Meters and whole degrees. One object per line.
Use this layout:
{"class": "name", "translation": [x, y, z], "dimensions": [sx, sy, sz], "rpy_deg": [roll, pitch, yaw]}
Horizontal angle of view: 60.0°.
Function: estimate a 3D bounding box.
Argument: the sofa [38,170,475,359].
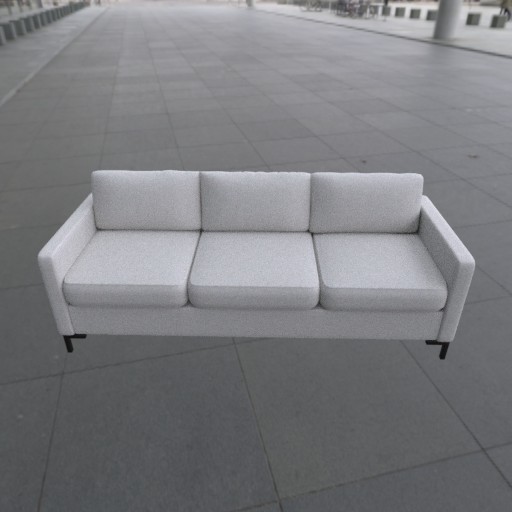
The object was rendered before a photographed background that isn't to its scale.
{"class": "sofa", "translation": [0.000, 0.000, 2.675], "dimensions": [2.218, 0.874, 0.859], "rpy_deg": [1, 31, 1]}
